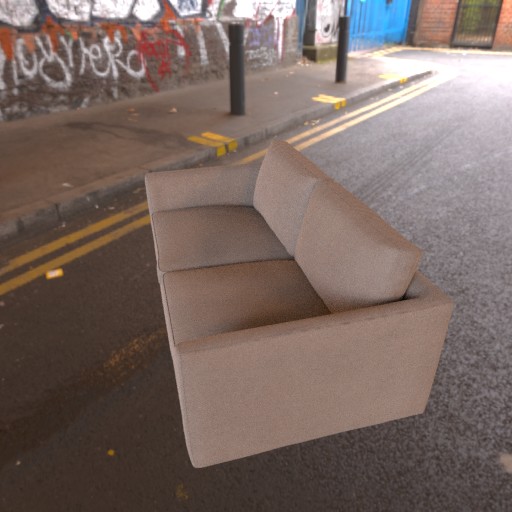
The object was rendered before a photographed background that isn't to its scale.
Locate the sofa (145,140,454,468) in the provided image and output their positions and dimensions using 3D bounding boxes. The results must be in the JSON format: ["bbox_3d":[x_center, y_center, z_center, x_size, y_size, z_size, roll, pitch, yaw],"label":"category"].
[{"bbox_3d":[0.000,0.000,2.486,1.091,0.839,1.905,-8,31,-13],"label":"sofa"}]
